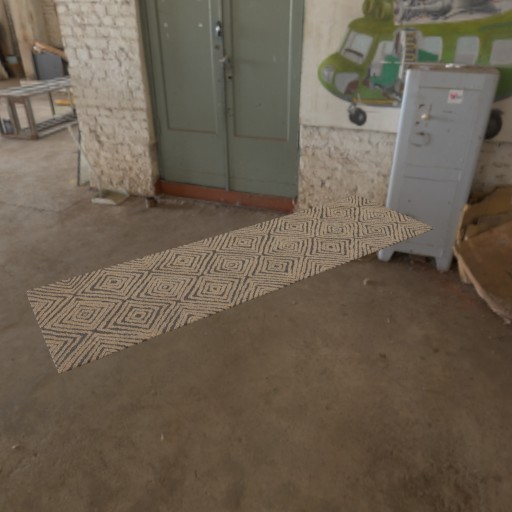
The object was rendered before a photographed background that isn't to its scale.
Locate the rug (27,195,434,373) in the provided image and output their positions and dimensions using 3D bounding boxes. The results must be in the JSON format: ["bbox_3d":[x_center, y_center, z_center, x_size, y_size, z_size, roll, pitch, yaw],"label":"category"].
[{"bbox_3d":[0.000,0.000,2.494,2.277,0.008,0.676,-18,34,-29],"label":"rug"}]
